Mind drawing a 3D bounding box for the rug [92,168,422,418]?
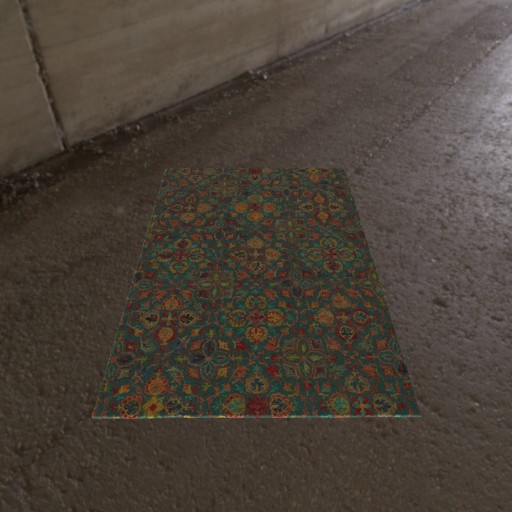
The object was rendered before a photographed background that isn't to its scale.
[{"bbox_3d":[0.000,0.000,2.912,1.527,0.016,2.290,0,41,0],"label":"rug"}]
